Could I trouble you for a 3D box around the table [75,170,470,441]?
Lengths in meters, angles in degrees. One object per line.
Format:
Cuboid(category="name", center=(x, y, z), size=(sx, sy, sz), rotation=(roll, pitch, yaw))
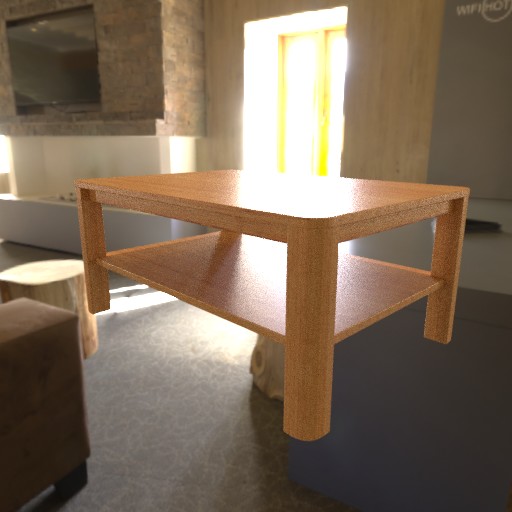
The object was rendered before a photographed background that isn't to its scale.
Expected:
Cuboid(category="table", center=(0.000, 0.000, 1.374), size=(0.696, 0.445, 0.997), rotation=(-14, 21, -43))
